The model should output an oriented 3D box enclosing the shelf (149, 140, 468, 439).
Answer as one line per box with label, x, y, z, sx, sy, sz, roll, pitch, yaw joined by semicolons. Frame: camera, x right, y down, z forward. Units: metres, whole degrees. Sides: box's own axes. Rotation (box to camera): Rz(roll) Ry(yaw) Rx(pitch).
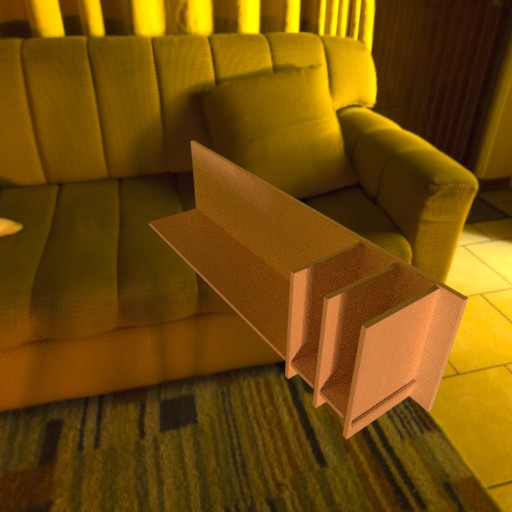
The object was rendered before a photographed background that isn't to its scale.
shelf;0.000;0.000;1.160;0.200;0.300;1.020;-21;38;-28
